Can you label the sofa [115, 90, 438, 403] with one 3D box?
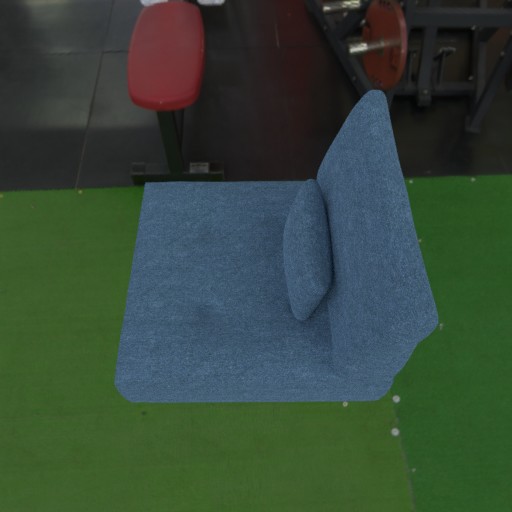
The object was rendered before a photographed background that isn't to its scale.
[{"bbox_3d":[0.000,0.000,1.688,1.000,0.820,0.930,0,59,0],"label":"sofa"}]
